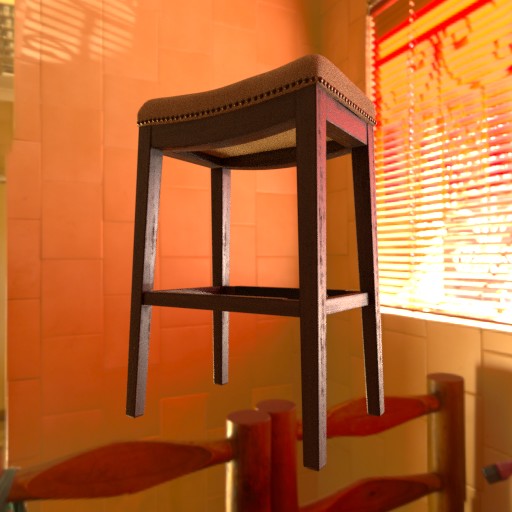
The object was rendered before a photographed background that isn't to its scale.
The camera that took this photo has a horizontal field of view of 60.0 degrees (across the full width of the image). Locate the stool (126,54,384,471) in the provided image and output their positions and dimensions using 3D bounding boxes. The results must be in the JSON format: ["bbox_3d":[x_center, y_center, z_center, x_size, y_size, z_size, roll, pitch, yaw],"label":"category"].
[{"bbox_3d":[0.000,0.000,1.073,0.509,0.768,0.363,0,-1,34],"label":"stool"}]
